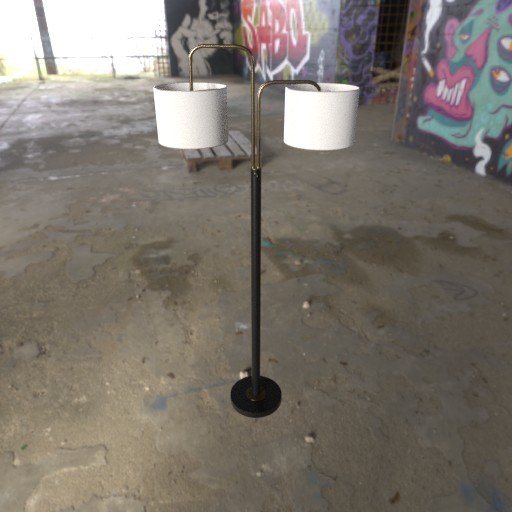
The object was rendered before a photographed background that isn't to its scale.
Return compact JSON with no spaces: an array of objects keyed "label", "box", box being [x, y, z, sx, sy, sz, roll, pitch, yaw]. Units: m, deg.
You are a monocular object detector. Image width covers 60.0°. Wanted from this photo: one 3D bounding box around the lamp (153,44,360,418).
[{"label":"lamp","box":[0.000,0.000,1.840,0.711,1.587,0.254,1,27,2]}]
